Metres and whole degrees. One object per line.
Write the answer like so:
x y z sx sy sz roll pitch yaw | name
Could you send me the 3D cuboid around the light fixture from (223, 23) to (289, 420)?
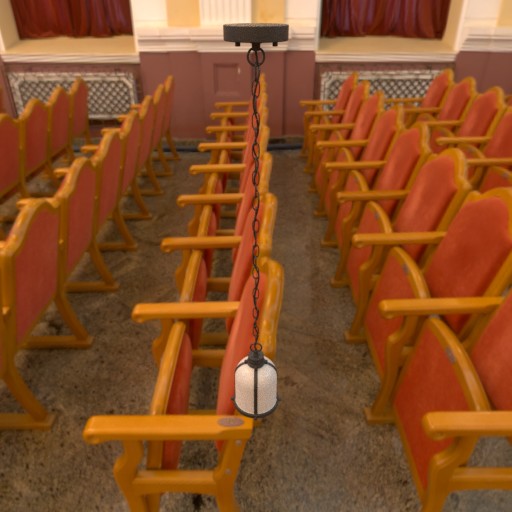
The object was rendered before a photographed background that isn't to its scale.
0.000 0.000 1.275 0.178 1.181 0.178 0 30 1 | light fixture
